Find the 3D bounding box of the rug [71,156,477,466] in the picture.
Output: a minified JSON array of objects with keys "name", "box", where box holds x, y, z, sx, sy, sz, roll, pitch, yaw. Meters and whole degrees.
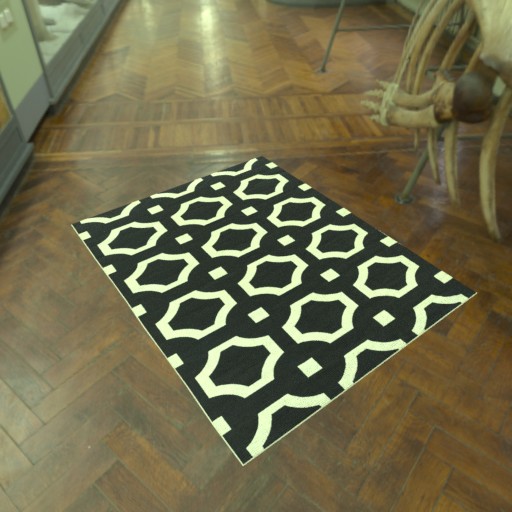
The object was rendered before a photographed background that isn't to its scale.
[{"name":"rug","box":[0.000,0.000,4.169,2.466,0.021,3.049,-26,47,-27]}]
